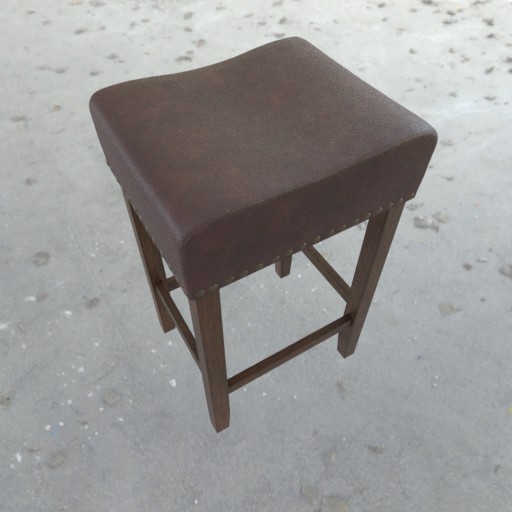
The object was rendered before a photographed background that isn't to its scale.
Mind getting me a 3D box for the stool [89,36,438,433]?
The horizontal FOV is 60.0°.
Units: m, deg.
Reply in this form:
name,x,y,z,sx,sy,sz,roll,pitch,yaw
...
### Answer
name,x,y,z,sx,sy,sz,roll,pitch,yaw
stool,0.000,0.000,1.023,0.465,0.769,0.401,-24,54,-19
